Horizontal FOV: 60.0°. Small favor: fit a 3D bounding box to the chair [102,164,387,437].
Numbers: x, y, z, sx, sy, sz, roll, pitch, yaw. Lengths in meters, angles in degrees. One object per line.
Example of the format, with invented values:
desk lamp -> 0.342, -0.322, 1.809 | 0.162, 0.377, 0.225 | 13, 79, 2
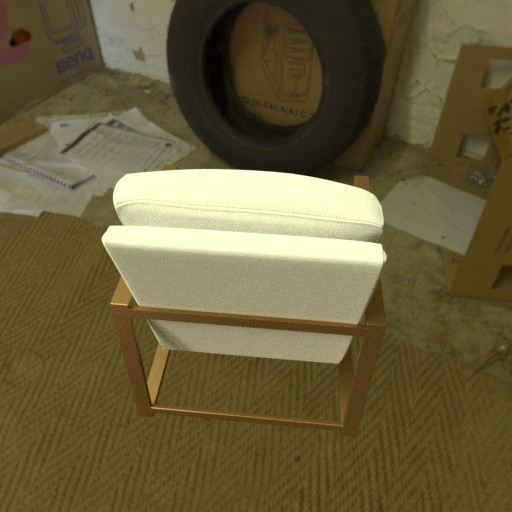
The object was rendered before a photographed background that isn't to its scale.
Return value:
chair -> 0.000, 0.000, 1.560 | 0.805, 0.966, 0.813 | 4, 46, 4
